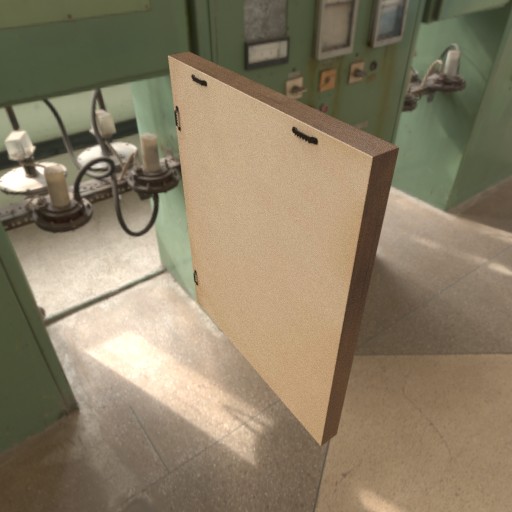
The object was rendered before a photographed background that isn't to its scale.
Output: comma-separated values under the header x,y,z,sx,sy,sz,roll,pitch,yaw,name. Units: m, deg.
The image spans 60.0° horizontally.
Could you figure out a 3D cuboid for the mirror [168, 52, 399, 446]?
x,y,z,sx,sy,sz,roll,pitch,yaw,name
0.000,0.000,0.691,0.041,0.508,0.405,-24,45,-27,mirror
